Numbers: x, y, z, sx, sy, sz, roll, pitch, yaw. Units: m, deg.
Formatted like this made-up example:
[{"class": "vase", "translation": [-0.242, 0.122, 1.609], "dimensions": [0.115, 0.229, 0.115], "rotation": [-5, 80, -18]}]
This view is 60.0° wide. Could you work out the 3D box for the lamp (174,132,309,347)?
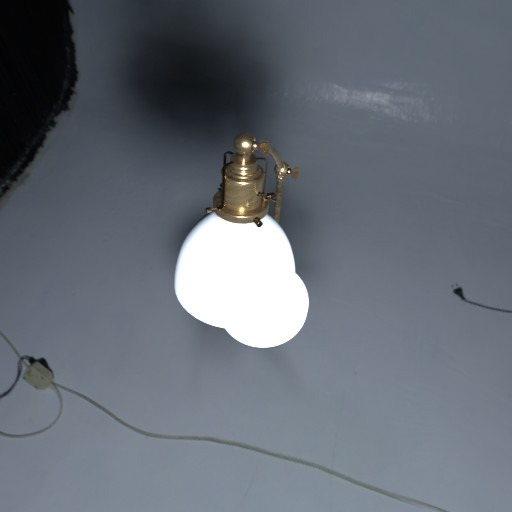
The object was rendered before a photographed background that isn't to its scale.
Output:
[{"class": "lamp", "translation": [0.000, 0.000, 0.675], "dimensions": [0.186, 0.522, 0.317], "rotation": [15, 59, 9]}]
